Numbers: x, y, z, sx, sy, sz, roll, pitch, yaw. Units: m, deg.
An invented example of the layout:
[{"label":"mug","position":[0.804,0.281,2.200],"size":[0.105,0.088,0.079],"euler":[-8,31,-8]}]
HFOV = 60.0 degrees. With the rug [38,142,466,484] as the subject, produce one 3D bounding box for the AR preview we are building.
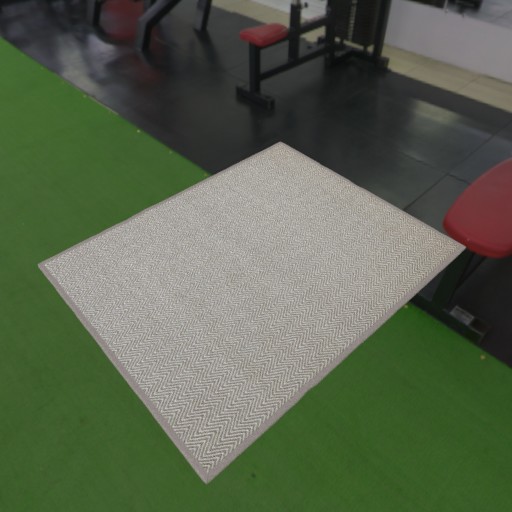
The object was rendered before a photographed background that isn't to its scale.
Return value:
[{"label":"rug","position":[0.000,0.000,3.982],"size":[3.007,0.032,2.434],"euler":[-33,54,-28]}]
